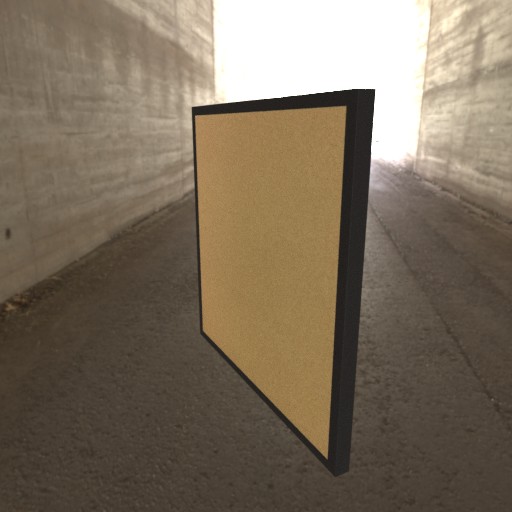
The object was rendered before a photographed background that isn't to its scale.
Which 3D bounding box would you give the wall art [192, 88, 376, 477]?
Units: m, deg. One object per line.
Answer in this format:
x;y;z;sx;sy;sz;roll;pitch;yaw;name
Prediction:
0.000;0.000;1.147;0.037;0.760;0.762;-9;18;-27;wall art
